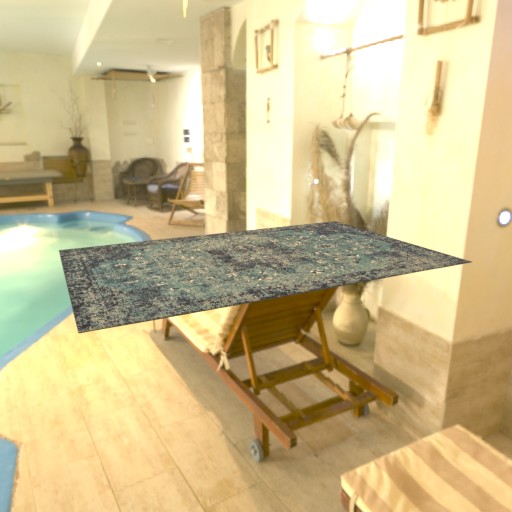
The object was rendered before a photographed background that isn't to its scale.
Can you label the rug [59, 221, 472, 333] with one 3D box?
[{"bbox_3d":[0.000,0.000,3.071,2.440,0.007,1.525,-8,17,-25],"label":"rug"}]
